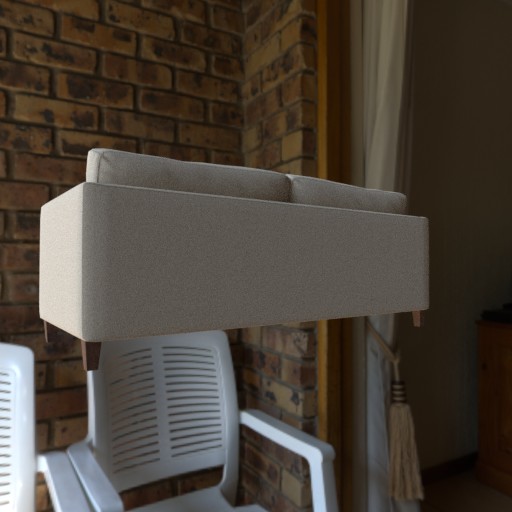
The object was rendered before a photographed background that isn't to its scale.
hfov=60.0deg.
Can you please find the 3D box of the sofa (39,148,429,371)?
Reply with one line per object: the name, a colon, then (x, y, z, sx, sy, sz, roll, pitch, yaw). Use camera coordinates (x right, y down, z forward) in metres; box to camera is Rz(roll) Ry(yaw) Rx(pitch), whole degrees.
sofa: (0.000, 0.000, 2.803, 2.361, 0.968, 0.951, 1, -1, -35)
